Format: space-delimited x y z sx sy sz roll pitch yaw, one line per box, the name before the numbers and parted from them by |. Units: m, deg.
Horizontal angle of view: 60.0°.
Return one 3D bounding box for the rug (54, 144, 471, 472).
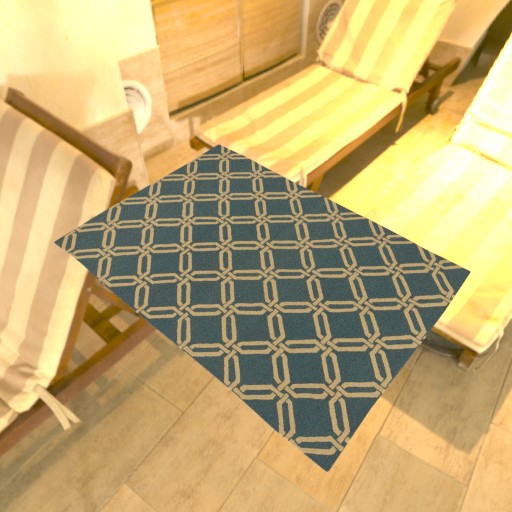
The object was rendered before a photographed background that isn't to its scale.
rug | 0.000 0.000 2.748 2.135 0.013 1.524 32 54 27
